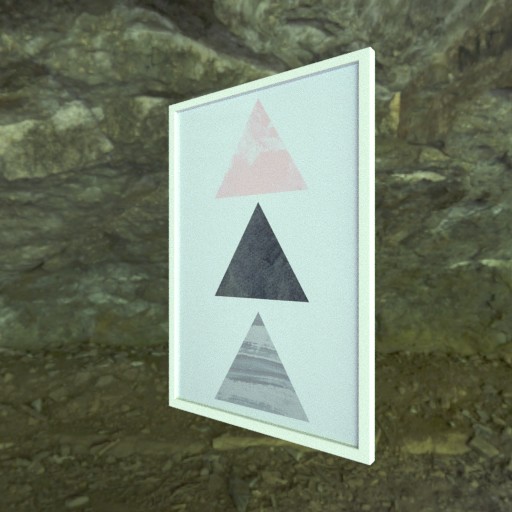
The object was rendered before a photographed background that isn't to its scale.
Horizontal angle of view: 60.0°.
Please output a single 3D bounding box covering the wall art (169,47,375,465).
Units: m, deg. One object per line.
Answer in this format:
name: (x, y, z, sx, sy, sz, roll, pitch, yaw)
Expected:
wall art: (0.000, 0.000, 0.554, 0.303, 0.433, 0.013, 0, 0, 37)
